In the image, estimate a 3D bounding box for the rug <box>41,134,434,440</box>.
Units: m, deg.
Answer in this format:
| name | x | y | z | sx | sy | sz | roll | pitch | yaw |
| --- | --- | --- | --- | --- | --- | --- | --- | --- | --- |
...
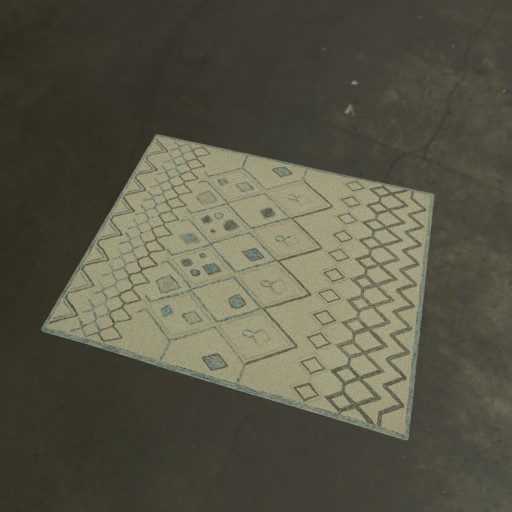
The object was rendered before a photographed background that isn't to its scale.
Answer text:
| name | x | y | z | sx | sy | sz | roll | pitch | yaw |
| --- | --- | --- | --- | --- | --- | --- | --- | --- | --- |
| rug | 0.000 | 0.000 | 4.112 | 3.056 | 0.013 | 2.441 | 14 | 59 | 9 |
